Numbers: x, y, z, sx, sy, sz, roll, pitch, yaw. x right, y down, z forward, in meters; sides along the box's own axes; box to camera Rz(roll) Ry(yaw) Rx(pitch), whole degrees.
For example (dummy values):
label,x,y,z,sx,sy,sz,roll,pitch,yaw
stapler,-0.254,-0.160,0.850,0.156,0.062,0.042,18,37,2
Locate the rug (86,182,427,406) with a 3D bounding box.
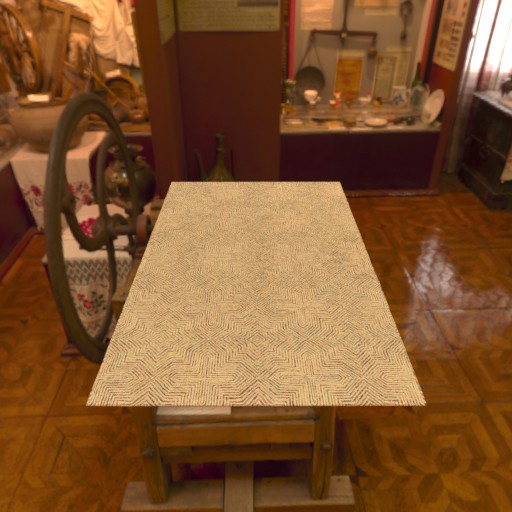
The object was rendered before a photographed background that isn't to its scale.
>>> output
label,x,y,z,sx,sy,sz,roll,pitch,yaw
rug,0.000,0.000,2.980,1.519,0.007,2.428,0,33,0
